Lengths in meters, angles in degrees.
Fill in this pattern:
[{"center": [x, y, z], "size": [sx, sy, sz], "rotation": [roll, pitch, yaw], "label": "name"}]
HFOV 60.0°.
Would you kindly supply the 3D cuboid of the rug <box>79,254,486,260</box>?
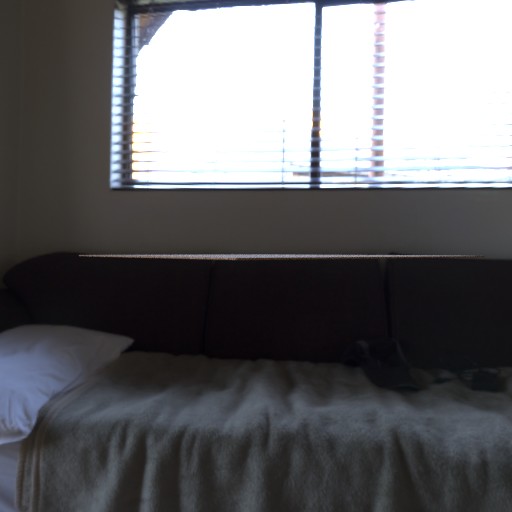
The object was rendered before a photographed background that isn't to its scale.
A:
[{"center": [0.000, 0.000, 4.131], "size": [2.439, 0.013, 3.048], "rotation": [0, 1, -36], "label": "rug"}]
